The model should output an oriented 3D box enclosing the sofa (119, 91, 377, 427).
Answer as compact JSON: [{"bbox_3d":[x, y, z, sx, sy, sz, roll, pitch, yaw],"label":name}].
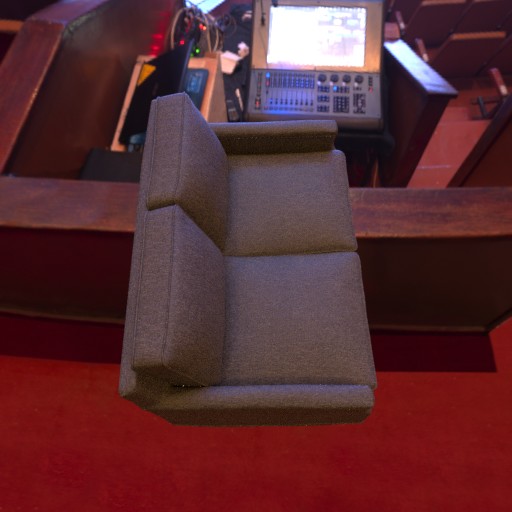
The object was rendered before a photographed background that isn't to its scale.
[{"bbox_3d":[0.000,0.000,2.298,1.084,1.003,1.597,-1,63,-1],"label":"sofa"}]
